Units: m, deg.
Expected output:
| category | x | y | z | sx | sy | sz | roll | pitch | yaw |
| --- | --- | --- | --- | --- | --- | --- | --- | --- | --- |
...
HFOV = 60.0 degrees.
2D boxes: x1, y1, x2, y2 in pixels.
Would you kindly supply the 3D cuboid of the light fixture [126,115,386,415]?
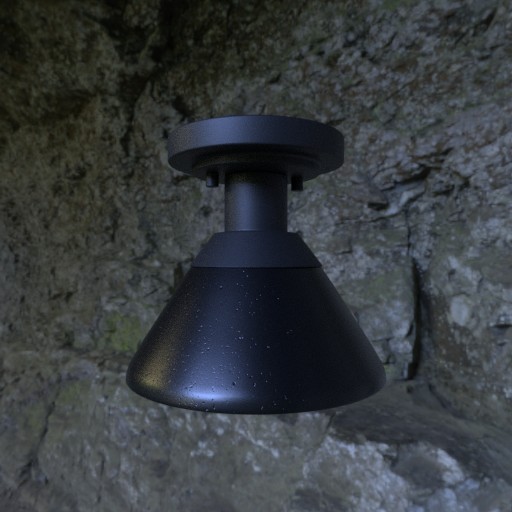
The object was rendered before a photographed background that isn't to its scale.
| category | x | y | z | sx | sy | sz | roll | pitch | yaw |
| --- | --- | --- | --- | --- | --- | --- | --- | --- | --- |
| light fixture | 0.000 | 0.000 | 0.355 | 0.200 | 0.183 | 0.200 | 0 | 0 | 0 |
